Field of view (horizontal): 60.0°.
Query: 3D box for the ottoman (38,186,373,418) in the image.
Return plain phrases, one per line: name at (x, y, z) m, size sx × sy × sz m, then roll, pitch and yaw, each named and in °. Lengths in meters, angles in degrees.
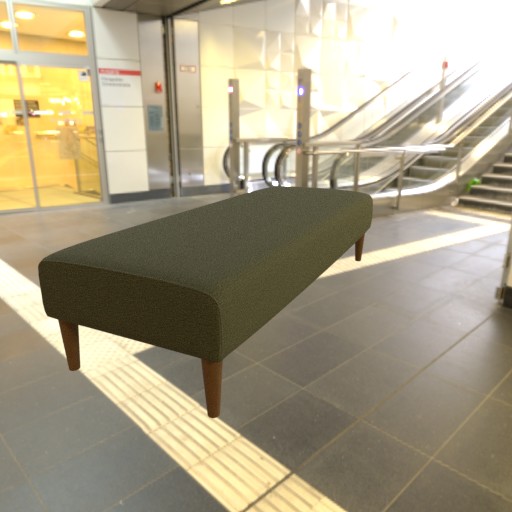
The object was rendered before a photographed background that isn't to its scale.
ottoman at (0.000, 0.000, 1.865) m, size 0.646 × 0.393 × 1.609 m, roll 8°, pitch 19°, yaw 25°
